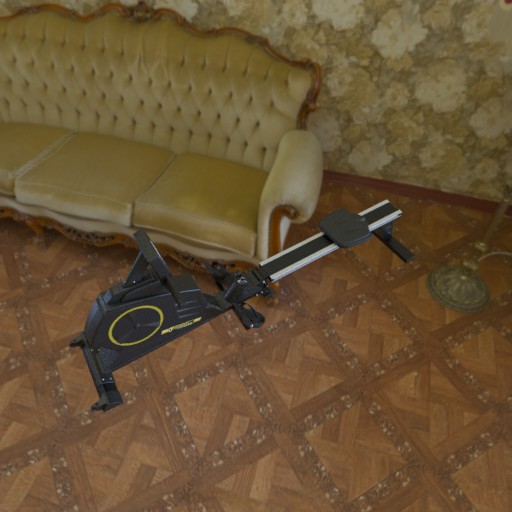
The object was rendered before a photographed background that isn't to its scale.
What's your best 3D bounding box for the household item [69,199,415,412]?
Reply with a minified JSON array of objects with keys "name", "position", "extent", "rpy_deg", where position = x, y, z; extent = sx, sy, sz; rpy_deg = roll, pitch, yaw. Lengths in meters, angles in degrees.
[{"name":"household item","position":[0.000,0.000,2.576],"extent":[2.251,0.810,0.521],"rpy_deg":[-23,51,-20]}]
